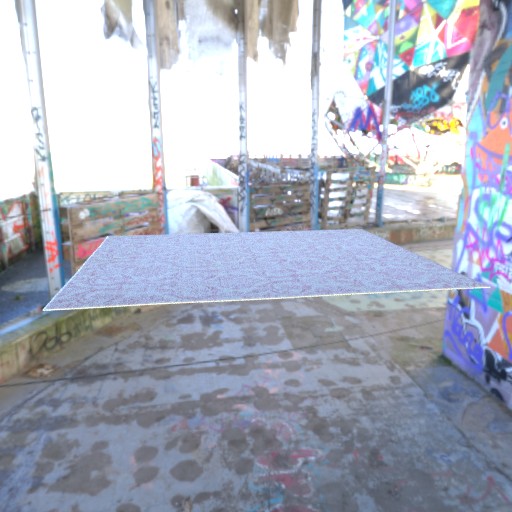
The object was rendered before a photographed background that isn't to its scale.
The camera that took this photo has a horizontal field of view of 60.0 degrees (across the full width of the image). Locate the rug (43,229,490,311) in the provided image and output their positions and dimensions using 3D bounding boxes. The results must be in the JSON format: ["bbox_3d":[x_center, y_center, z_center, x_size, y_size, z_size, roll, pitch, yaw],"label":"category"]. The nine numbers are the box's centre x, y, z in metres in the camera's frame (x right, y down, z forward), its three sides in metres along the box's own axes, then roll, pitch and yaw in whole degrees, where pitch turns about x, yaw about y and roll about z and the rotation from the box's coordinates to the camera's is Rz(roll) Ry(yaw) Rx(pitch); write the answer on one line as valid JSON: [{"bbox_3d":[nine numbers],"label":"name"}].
[{"bbox_3d":[0.000,0.000,4.034,2.980,0.012,2.363,-2,14,-9],"label":"rug"}]
